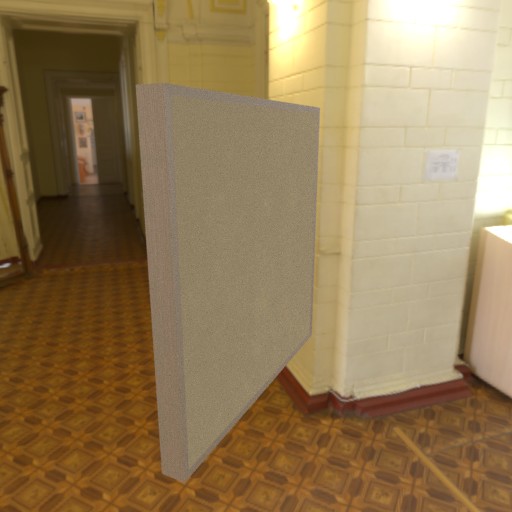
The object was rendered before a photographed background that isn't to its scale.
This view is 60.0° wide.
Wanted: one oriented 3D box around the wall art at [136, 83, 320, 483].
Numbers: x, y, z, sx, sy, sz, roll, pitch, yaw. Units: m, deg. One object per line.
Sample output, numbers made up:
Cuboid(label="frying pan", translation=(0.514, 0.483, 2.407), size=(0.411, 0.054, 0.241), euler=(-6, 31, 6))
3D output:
Cuboid(label="wall art", translation=(0.000, 0.000, 0.759), size=(0.038, 0.506, 0.508), euler=(8, 17, 25))
